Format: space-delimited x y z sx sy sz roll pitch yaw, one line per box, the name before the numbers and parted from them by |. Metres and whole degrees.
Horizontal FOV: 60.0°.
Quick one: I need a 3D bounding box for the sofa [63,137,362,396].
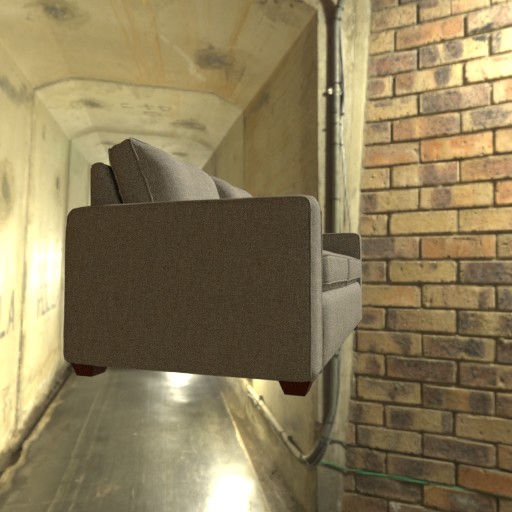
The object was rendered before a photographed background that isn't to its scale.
sofa | 0.000 0.000 2.266 0.945 0.915 1.706 -1 -2 18
